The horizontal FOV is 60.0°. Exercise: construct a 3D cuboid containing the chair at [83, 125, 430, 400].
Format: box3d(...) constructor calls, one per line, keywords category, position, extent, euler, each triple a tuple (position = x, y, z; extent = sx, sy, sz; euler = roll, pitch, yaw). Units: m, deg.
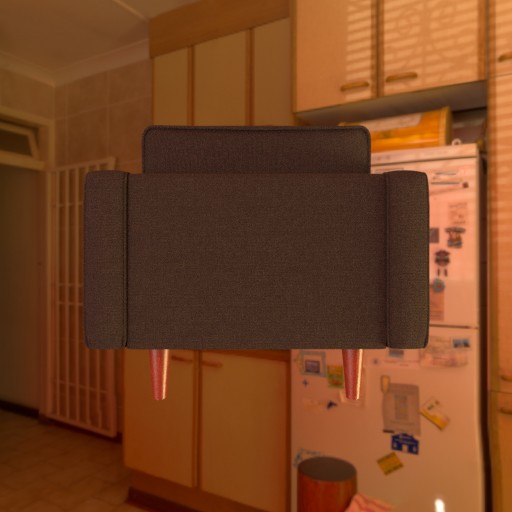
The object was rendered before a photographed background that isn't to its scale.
box3d(category="chair", position=(0.000, 0.000, 1.568), extent=(0.899, 0.770, 0.919), euler=(0, 0, 0))
